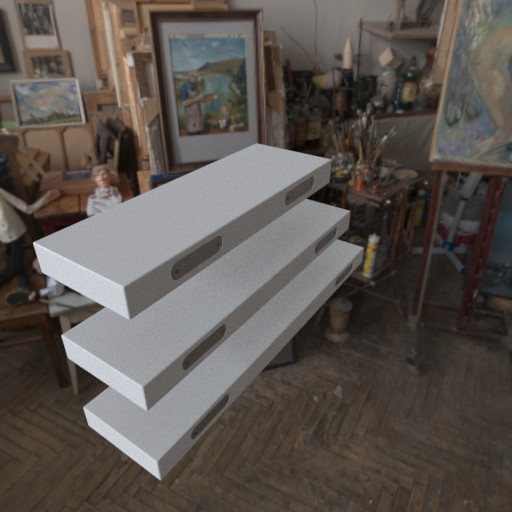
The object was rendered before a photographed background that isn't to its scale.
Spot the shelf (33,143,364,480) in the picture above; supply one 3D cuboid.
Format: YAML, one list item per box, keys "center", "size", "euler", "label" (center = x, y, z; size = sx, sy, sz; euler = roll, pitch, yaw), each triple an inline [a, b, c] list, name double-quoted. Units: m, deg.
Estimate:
- center: [0.000, 0.000, 0.715]
  size: [0.140, 0.293, 0.610]
  euler: [20, 37, 29]
  label: "shelf"
